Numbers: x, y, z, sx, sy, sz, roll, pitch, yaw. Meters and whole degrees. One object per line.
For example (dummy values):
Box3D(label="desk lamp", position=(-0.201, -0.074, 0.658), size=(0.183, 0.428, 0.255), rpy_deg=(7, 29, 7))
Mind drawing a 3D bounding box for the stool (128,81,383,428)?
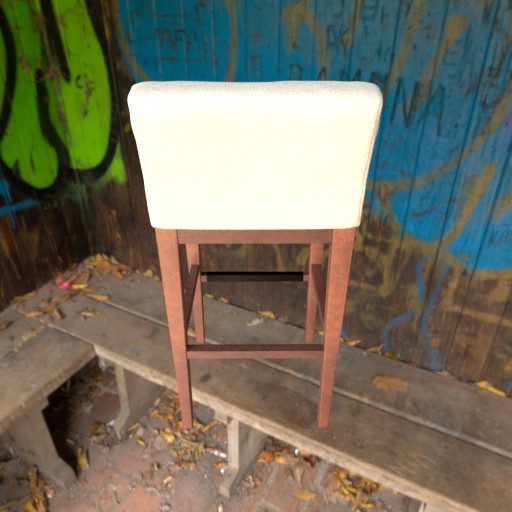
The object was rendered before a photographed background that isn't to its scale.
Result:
Box3D(label="stool", position=(0.000, 0.000, 1.314), size=(0.511, 1.037, 0.500), rpy_deg=(0, 31, 0))
